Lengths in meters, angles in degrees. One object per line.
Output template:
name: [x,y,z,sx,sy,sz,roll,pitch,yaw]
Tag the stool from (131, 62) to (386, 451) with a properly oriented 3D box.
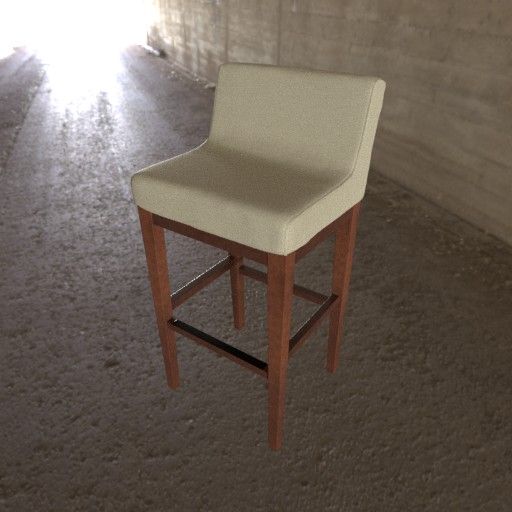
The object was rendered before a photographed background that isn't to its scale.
stool: [0.000,0.000,1.368,0.511,1.037,0.500,20,36,29]
